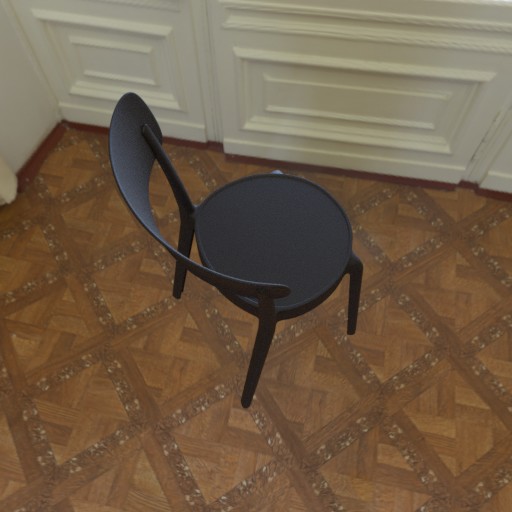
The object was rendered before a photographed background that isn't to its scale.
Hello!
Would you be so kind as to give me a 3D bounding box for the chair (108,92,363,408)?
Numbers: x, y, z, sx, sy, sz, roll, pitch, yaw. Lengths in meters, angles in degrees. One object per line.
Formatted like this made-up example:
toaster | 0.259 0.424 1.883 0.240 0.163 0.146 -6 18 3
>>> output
chair | 0.000 0.000 1.115 0.491 0.790 0.506 -30 64 -16
